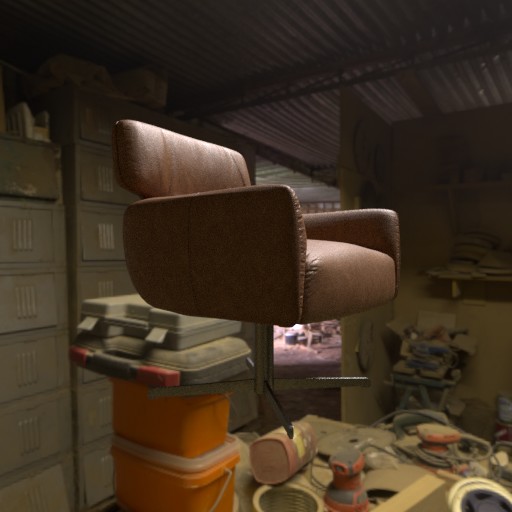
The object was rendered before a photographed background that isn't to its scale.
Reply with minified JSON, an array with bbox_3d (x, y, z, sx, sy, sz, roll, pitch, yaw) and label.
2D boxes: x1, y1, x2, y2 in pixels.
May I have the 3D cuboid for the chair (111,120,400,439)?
[{"bbox_3d":[0.000,0.000,1.331,0.715,0.812,0.706,0,1,35],"label":"chair"}]
